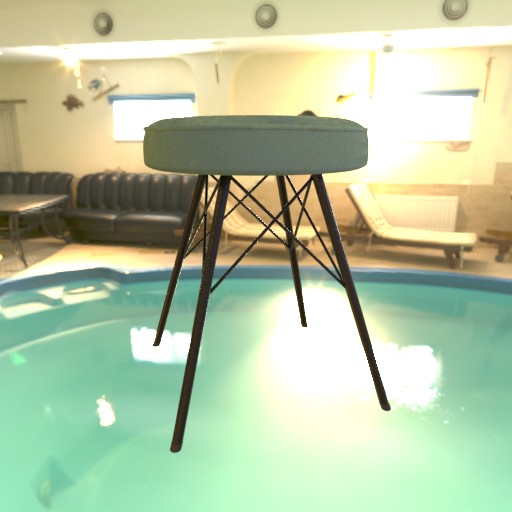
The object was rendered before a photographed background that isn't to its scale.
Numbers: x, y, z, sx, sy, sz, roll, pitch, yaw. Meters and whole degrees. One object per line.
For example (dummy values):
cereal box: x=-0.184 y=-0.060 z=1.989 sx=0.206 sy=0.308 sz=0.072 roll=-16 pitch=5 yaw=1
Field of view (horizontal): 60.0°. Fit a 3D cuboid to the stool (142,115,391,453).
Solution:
stool: x=0.000 y=0.000 z=0.879 sx=0.458 sy=0.519 sz=0.457 roll=-2 pitch=15 yaw=-8
